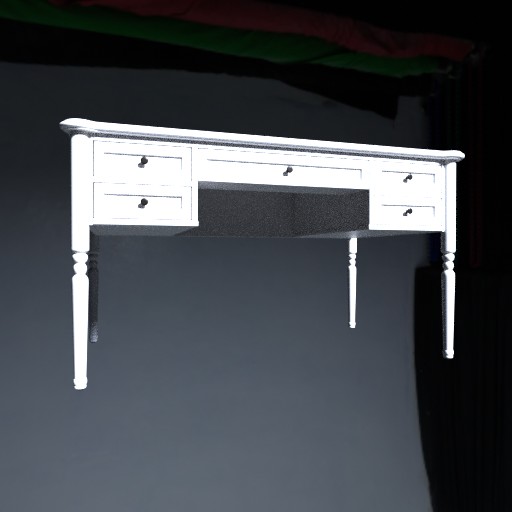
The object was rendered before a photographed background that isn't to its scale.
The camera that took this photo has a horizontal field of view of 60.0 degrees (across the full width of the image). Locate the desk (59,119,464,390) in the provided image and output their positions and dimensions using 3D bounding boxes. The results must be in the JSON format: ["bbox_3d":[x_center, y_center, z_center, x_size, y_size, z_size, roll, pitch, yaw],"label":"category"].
[{"bbox_3d":[0.000,0.000,1.793,1.380,0.762,0.807,0,0,-17],"label":"desk"}]
